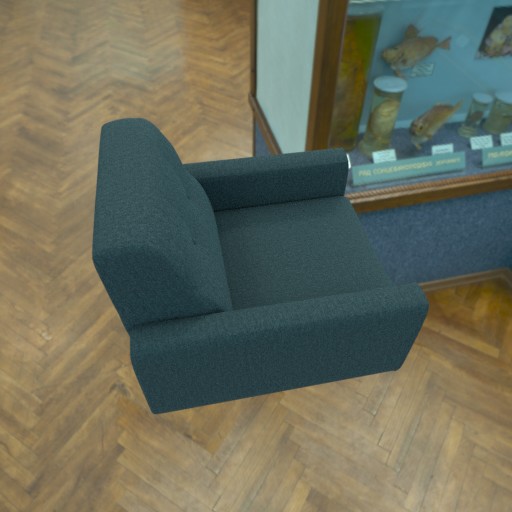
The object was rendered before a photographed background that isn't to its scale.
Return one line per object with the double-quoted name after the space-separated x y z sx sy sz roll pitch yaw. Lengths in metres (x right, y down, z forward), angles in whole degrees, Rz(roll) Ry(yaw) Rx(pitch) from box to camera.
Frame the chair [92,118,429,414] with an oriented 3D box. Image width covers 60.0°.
0.000 0.000 1.691 0.964 0.940 0.880 -8 49 -7 "chair"
